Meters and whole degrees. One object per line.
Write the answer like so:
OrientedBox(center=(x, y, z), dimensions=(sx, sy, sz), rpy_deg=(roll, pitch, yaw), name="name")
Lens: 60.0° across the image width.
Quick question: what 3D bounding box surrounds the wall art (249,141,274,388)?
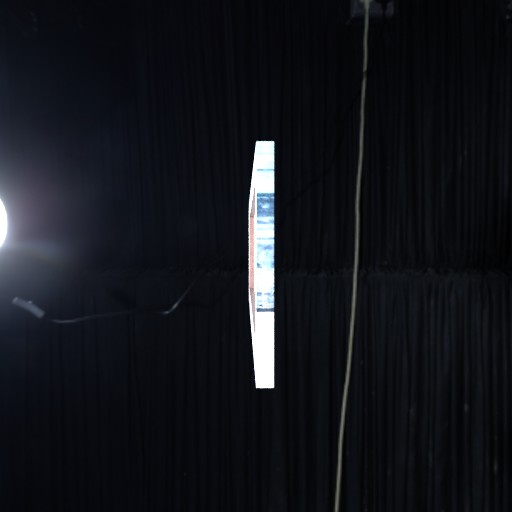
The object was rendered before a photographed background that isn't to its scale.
OrientedBox(center=(0.000, 0.000, 1.672), dimensions=(0.037, 0.509, 1.524), rpy_deg=(0, 1, -1), name="wall art")
